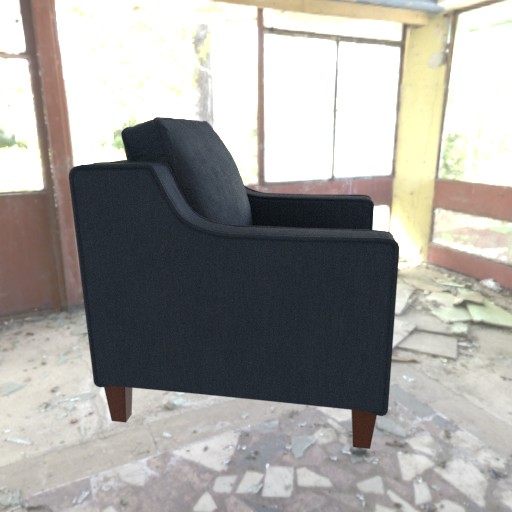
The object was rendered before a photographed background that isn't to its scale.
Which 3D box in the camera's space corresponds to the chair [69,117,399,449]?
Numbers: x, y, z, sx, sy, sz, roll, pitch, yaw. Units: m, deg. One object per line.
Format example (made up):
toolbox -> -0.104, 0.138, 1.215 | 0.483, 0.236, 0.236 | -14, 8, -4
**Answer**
chair -> 0.000, 0.000, 1.620 | 0.909, 0.960, 0.831 | 3, 16, 9
